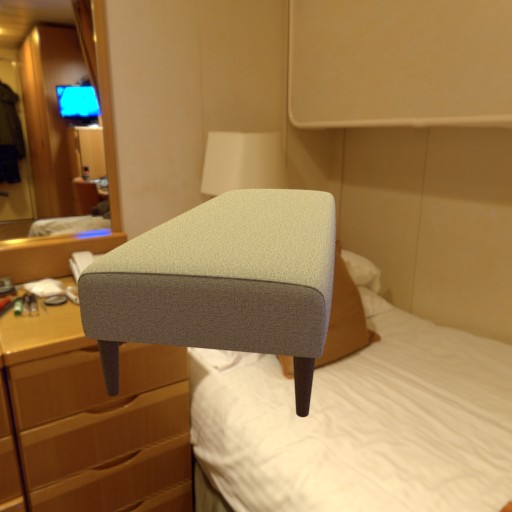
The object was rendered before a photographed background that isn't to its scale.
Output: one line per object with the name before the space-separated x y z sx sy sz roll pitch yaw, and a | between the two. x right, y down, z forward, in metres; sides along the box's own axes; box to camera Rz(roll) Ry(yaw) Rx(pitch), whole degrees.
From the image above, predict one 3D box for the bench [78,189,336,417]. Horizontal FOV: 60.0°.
bench | 0.000 0.000 1.806 0.631 0.383 1.598 3 16 10
